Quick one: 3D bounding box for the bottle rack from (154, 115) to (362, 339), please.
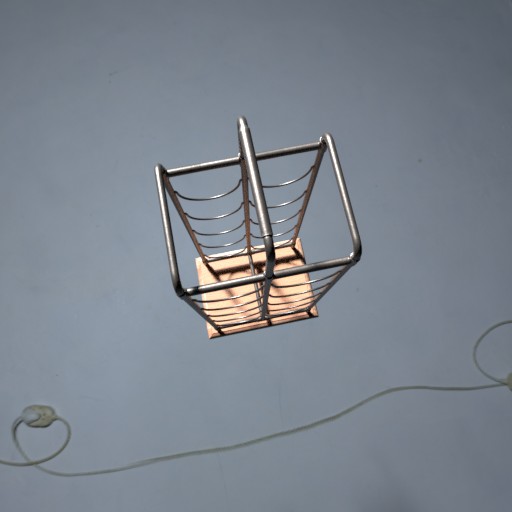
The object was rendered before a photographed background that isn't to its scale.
[{"bbox_3d":[0.000,0.000,0.802,0.276,0.680,0.208,-11,76,-3],"label":"bottle rack"}]
